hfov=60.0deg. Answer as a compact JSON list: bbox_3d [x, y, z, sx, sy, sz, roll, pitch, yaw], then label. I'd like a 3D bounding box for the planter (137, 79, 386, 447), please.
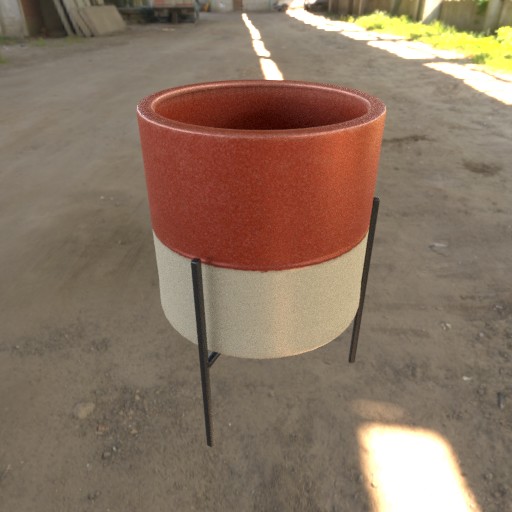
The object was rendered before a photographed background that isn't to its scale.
[{"bbox_3d":[0.000,0.000,0.519,0.235,0.354,0.251,-20,37,-30],"label":"planter"}]
